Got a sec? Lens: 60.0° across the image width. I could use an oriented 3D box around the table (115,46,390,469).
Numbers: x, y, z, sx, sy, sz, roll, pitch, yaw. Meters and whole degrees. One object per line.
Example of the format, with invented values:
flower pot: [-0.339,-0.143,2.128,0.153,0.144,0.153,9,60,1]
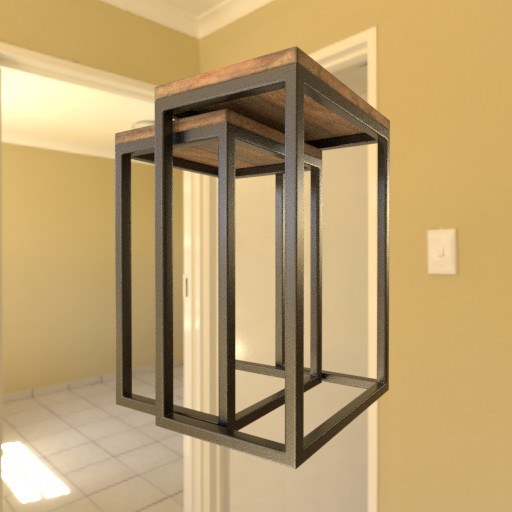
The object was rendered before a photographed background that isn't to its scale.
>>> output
table: [0.000,0.000,0.952,0.460,0.615,0.456,1,1,36]
